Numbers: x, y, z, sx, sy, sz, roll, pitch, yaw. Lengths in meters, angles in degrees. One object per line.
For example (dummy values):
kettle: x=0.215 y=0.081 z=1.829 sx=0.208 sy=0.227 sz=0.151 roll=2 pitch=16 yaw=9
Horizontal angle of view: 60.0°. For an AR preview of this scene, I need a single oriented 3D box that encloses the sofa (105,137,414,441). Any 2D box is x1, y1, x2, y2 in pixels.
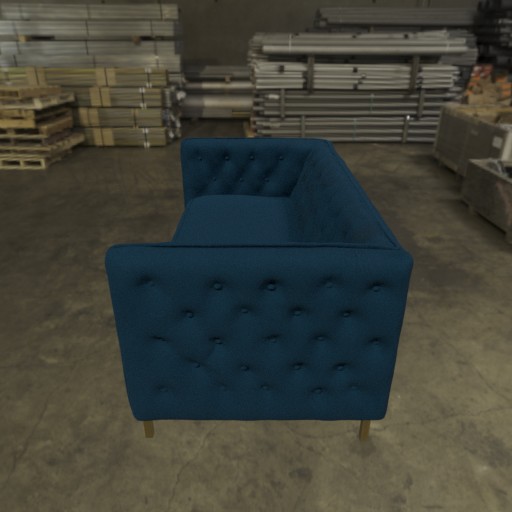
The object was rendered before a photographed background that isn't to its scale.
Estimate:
sofa: x=0.000 y=0.000 z=2.098 sx=0.909 sy=0.810 sz=1.583 roll=0 pitch=27 yaw=0
